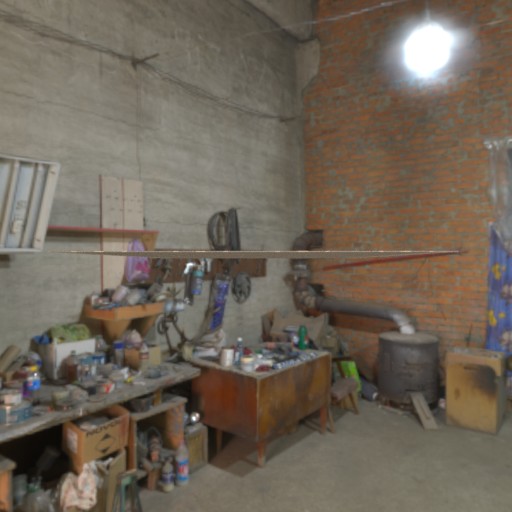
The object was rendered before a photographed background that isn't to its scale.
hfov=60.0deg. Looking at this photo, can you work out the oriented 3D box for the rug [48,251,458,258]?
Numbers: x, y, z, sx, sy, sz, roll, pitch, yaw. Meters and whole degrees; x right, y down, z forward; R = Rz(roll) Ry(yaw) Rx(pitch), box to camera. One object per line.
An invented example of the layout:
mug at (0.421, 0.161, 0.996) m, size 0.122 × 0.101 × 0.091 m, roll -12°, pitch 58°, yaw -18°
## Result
rug at (0.000, 0.000, 3.910) m, size 2.283 × 0.006 × 2.892 m, roll 0°, pitch -1°, yaw 1°
